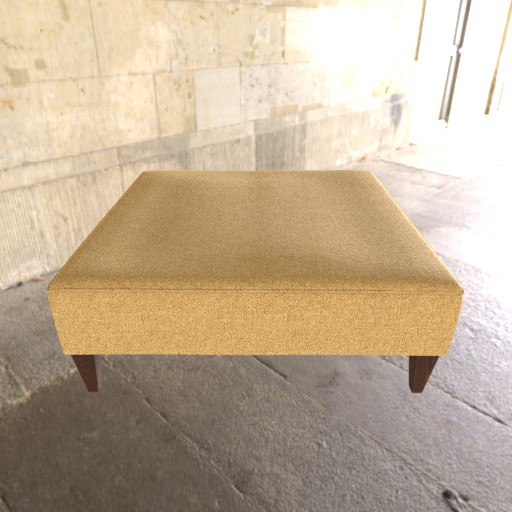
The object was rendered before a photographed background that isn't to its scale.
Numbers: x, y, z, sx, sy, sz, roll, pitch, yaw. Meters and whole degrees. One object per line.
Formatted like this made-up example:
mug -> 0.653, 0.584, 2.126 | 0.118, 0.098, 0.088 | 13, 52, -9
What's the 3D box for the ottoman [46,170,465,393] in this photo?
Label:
ottoman -> 0.000, 0.000, 1.510 | 0.981, 0.378, 0.970 | 0, 27, 0
